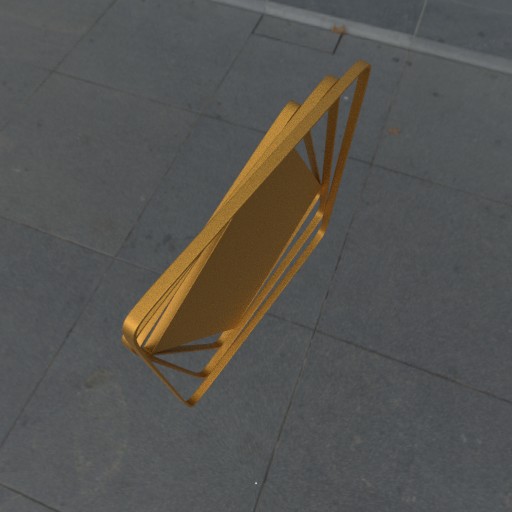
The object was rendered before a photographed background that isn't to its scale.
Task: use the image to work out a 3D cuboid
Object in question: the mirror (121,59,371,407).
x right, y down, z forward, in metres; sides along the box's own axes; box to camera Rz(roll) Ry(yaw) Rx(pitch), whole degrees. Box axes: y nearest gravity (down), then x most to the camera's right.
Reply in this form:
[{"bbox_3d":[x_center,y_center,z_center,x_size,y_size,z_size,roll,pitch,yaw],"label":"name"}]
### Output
[{"bbox_3d":[0.000,0.000,0.700,0.045,0.468,0.470,33,68,16],"label":"mirror"}]
